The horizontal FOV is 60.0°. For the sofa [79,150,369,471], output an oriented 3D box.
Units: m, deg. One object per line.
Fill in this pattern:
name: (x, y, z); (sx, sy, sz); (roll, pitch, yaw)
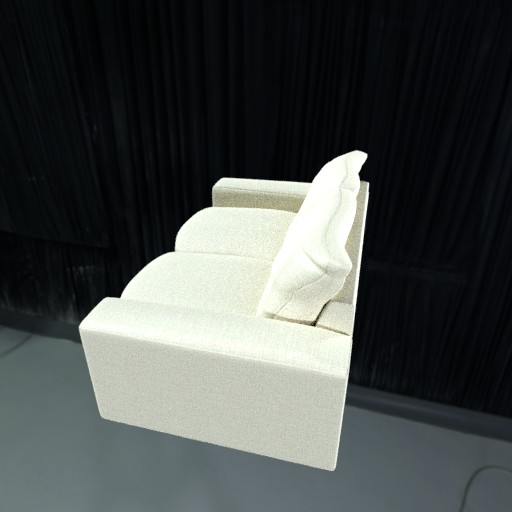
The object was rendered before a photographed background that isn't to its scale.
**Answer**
sofa: (0.000, 0.000, 2.373); (1.091, 0.875, 1.754); (7, 30, 13)
